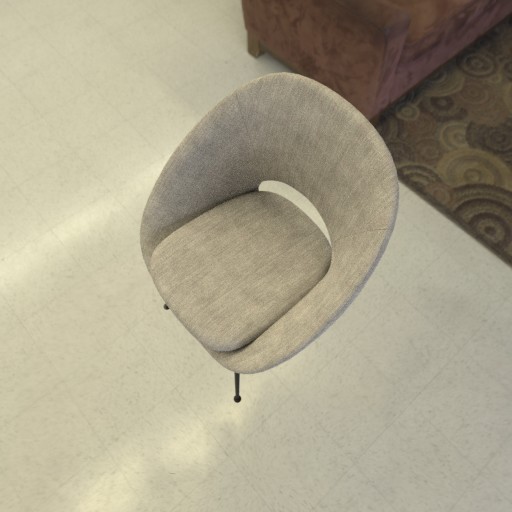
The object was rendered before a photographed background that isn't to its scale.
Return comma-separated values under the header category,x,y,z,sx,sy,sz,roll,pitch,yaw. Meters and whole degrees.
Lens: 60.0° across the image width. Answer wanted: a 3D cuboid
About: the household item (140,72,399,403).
category,x,y,z,sx,sy,sz,roll,pitch,yaw
household item,0.000,0.000,1.318,0.587,0.869,0.643,-36,69,-16
